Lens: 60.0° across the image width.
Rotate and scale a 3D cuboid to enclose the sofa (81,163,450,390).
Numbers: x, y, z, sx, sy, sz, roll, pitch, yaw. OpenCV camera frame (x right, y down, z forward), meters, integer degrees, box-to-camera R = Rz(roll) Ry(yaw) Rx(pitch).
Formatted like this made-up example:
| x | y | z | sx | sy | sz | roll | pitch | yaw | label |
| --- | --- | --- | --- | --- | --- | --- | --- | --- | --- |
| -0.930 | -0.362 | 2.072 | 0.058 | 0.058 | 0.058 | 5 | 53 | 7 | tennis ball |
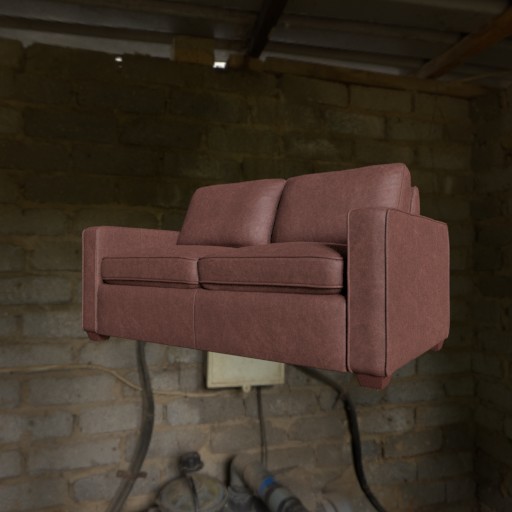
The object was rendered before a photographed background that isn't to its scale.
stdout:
| x | y | z | sx | sy | sz | roll | pitch | yaw | label |
| --- | --- | --- | --- | --- | --- | --- | --- | --- | --- |
| 0.000 | 0.000 | 2.293 | 1.709 | 0.918 | 0.947 | 0 | -1 | 35 | sofa |
